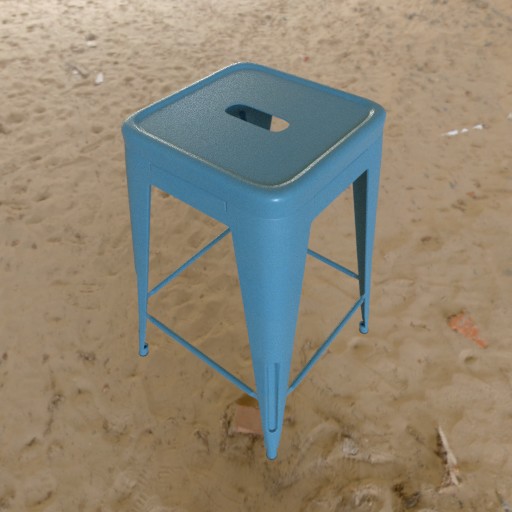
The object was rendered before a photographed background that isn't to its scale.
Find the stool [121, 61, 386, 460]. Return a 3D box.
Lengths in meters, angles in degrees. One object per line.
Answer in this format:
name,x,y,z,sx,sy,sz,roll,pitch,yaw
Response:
stool,0.000,0.000,0.880,0.410,0.608,0.410,29,53,26
